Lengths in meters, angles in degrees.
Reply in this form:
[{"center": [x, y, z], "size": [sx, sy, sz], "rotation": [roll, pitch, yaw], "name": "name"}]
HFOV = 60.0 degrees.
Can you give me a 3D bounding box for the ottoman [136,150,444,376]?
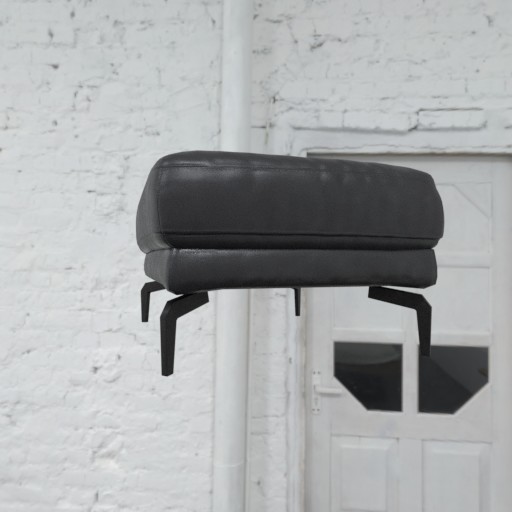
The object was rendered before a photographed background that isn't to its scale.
[{"center": [0.000, 0.000, 1.123], "size": [0.570, 0.402, 0.764], "rotation": [0, -1, -17], "name": "ottoman"}]
